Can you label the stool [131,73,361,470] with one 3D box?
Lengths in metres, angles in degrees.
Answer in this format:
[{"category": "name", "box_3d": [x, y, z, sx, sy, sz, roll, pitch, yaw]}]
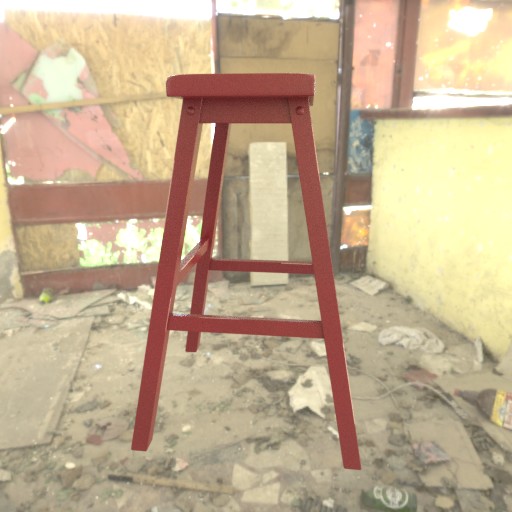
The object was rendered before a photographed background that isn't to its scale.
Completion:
[{"category": "stool", "box_3d": [0.000, 0.000, 1.018, 0.476, 0.737, 0.457, 2, 17, 7]}]
